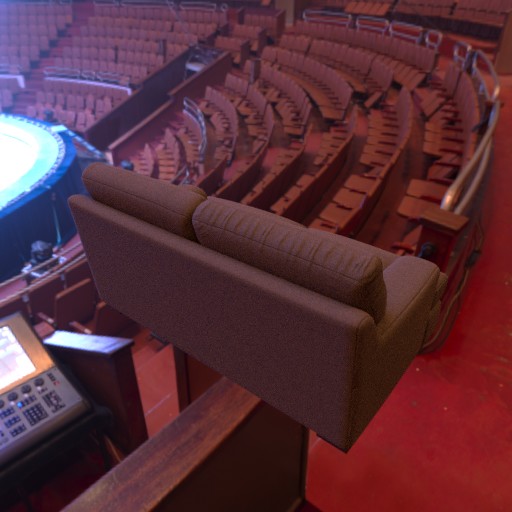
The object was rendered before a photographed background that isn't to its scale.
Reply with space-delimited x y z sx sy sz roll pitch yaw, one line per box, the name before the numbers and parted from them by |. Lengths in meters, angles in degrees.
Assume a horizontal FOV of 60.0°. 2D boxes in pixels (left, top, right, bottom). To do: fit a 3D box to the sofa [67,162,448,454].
sofa | 0.000 0.000 2.491 1.869 0.950 1.140 22 36 33
